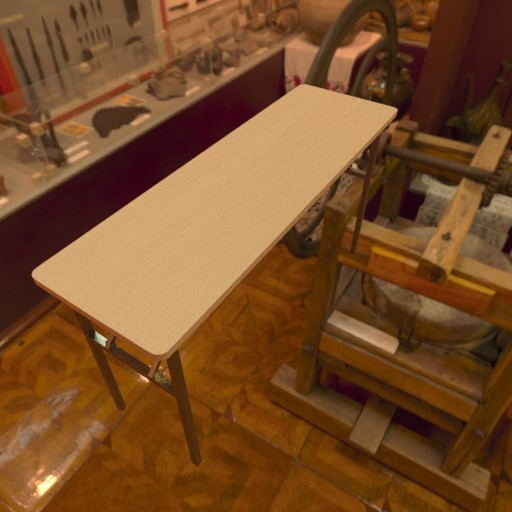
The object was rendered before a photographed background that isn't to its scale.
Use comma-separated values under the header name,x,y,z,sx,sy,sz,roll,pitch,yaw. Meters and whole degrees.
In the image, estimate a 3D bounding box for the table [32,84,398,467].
name,x,y,z,sx,sy,sz,roll,pitch,yaw
table,0.000,0.000,1.695,0.446,0.750,1.397,25,49,24
